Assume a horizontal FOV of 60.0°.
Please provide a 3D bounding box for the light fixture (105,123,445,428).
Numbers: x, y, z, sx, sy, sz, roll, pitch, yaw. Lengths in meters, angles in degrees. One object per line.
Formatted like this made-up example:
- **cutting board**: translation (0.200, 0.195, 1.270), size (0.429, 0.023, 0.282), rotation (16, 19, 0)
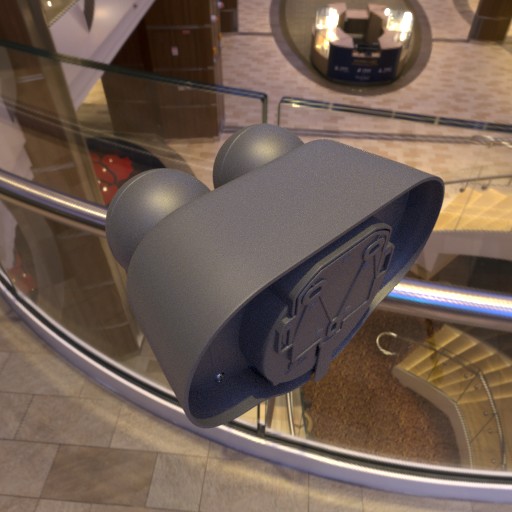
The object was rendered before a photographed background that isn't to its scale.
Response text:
- **light fixture**: translation (0.000, 0.000, 0.334), size (0.229, 0.159, 0.159), rotation (-32, 54, -27)
